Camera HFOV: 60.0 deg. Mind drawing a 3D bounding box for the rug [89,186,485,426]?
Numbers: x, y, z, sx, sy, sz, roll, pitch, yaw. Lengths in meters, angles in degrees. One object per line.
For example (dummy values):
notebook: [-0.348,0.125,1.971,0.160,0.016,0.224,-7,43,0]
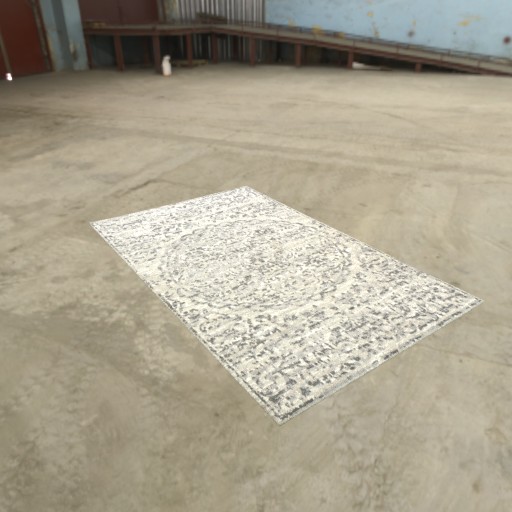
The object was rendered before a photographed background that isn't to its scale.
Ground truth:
rug: [0.000,0.000,3.061,1.527,0.021,2.447,-19,34,-31]
